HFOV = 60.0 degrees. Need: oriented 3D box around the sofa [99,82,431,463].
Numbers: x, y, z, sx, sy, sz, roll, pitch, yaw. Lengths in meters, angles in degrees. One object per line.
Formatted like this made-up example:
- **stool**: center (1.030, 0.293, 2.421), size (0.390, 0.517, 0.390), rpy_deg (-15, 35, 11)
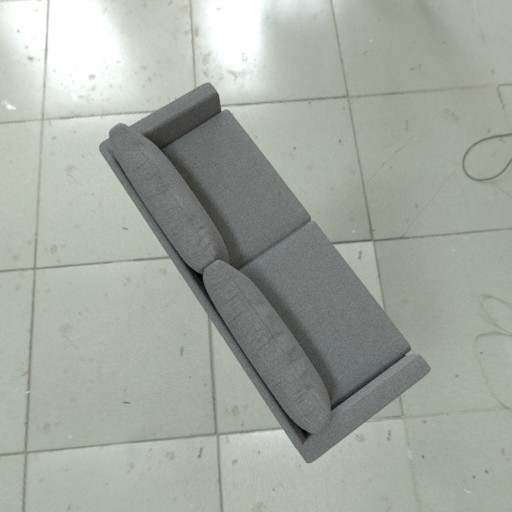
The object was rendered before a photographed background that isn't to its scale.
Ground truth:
- **sofa**: center (0.000, 0.000, 2.724), size (0.880, 0.880, 2.200), rpy_deg (-33, 77, -9)
